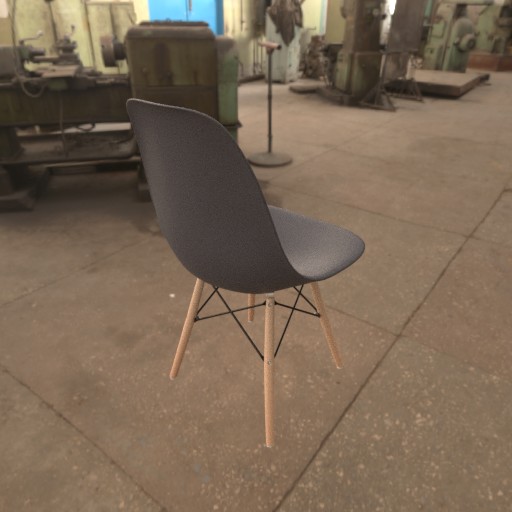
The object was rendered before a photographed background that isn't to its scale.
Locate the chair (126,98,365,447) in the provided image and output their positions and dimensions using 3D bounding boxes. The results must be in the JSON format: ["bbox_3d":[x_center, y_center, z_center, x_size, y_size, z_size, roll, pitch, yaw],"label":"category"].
[{"bbox_3d":[0.000,0.000,1.130,0.470,0.826,0.533,22,37,33],"label":"chair"}]
